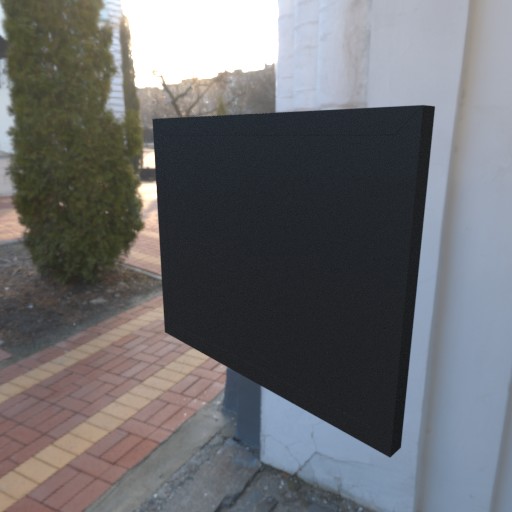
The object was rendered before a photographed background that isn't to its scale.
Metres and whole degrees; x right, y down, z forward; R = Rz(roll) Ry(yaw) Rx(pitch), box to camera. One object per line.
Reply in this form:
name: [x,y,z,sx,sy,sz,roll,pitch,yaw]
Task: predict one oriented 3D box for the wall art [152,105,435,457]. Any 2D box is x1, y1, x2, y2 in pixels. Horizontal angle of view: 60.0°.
wall art: [0.000,0.000,0.749,0.029,0.457,0.558,-14,21,-42]
